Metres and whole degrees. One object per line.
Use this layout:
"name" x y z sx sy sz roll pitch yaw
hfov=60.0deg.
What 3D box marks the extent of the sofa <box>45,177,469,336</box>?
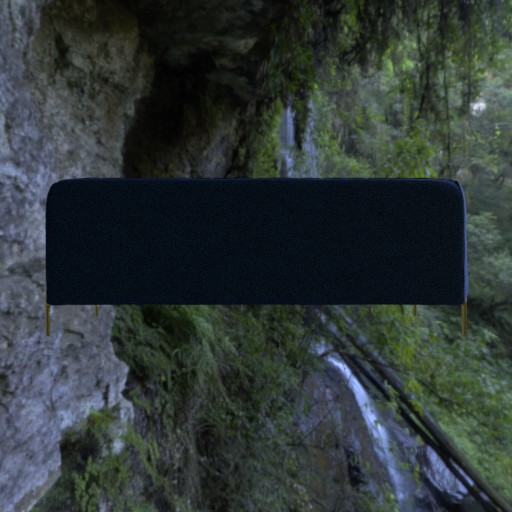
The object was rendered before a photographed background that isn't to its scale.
"sofa" 0.000 0.000 2.596 2.136 0.793 0.896 0 1 0
